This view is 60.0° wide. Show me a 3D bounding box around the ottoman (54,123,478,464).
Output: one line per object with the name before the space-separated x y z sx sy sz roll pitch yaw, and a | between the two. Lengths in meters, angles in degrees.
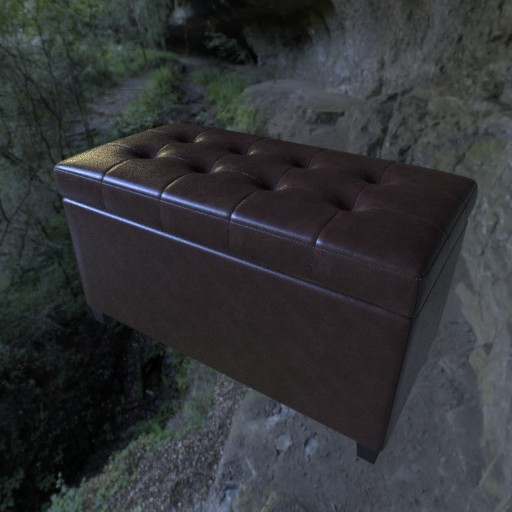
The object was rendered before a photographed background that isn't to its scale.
ottoman | 0.000 0.000 1.065 0.838 0.470 0.432 19 36 28
